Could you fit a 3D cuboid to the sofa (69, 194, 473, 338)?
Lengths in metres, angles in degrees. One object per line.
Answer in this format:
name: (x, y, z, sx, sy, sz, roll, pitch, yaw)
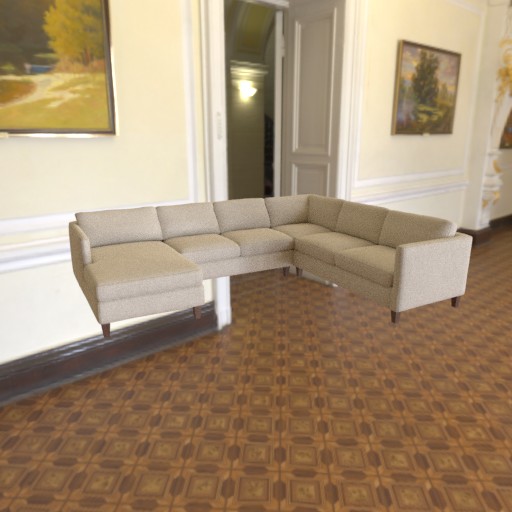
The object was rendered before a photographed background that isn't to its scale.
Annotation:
sofa: (0.000, 0.000, 4.471, 3.238, 0.853, 2.551, -8, 17, -27)
